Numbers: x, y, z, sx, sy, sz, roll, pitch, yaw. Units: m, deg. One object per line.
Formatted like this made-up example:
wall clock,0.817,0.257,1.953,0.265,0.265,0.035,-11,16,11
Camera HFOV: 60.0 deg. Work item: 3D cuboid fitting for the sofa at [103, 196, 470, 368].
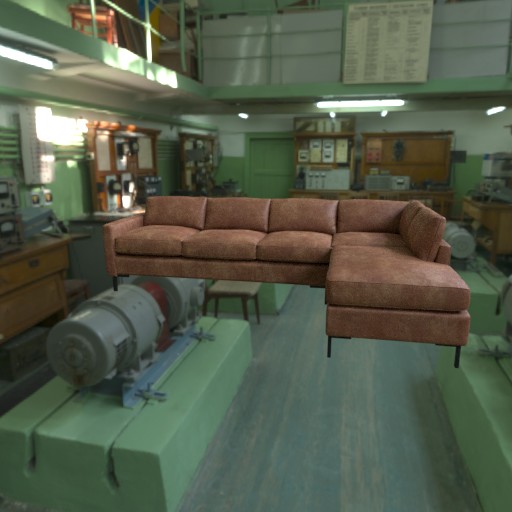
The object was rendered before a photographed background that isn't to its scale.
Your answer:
sofa,0.000,0.000,3.805,2.984,0.877,1.938,3,13,11
